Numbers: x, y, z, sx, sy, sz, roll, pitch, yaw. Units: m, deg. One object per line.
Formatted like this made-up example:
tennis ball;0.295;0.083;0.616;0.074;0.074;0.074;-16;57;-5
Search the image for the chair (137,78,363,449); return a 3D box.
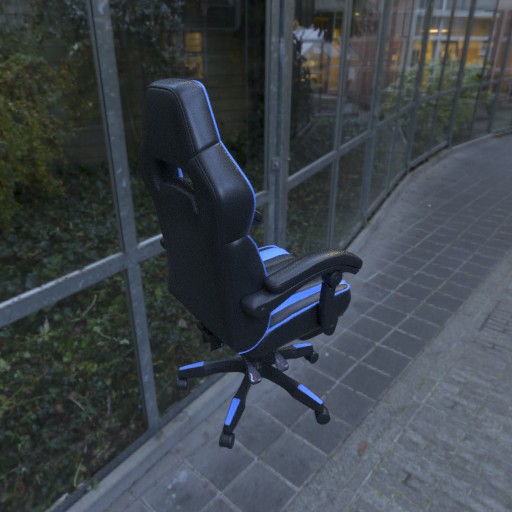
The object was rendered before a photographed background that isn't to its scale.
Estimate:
chair;0.000;0.000;1.705;0.700;1.280;0.700;-16;29;-32
